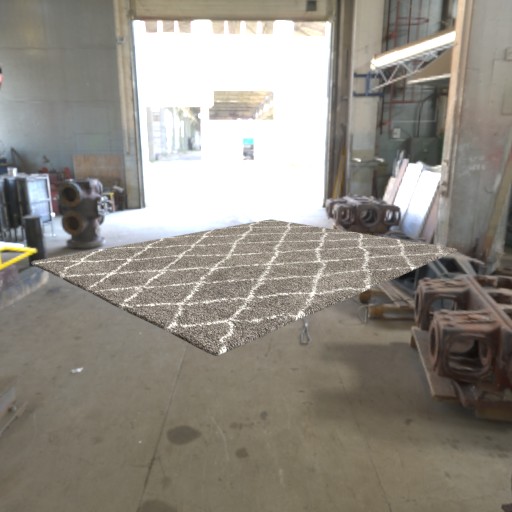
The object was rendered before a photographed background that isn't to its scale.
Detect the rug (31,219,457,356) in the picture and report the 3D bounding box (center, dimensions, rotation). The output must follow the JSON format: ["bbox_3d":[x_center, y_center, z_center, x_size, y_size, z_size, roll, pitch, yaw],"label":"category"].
[{"bbox_3d":[0.000,0.000,4.027,2.438,0.029,3.047,14,20,43],"label":"rug"}]
